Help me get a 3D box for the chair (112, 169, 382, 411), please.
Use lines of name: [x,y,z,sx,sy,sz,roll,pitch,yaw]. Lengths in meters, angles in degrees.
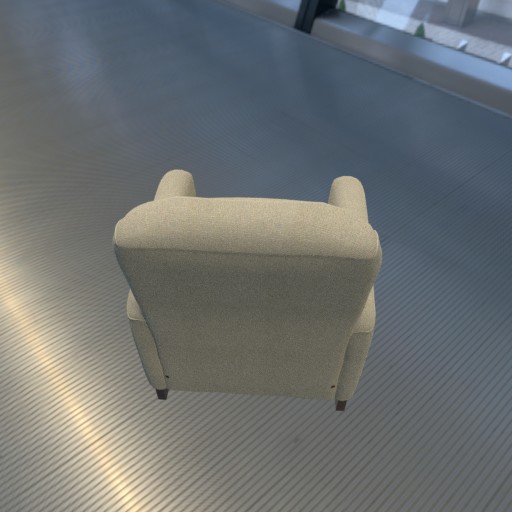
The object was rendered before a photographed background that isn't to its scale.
chair: [0.000,0.000,1.659,0.850,1.006,0.853,3,45,3]
